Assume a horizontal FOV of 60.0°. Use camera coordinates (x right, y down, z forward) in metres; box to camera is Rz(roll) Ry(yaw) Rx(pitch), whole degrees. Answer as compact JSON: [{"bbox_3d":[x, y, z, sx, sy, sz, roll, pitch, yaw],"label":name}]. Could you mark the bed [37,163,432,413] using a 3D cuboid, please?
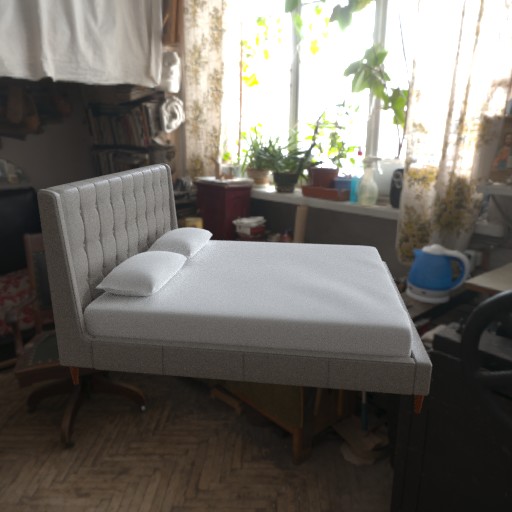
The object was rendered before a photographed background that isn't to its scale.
[{"bbox_3d":[0.000,0.000,3.572,2.342,1.289,2.062,2,16,8],"label":"bed"}]
